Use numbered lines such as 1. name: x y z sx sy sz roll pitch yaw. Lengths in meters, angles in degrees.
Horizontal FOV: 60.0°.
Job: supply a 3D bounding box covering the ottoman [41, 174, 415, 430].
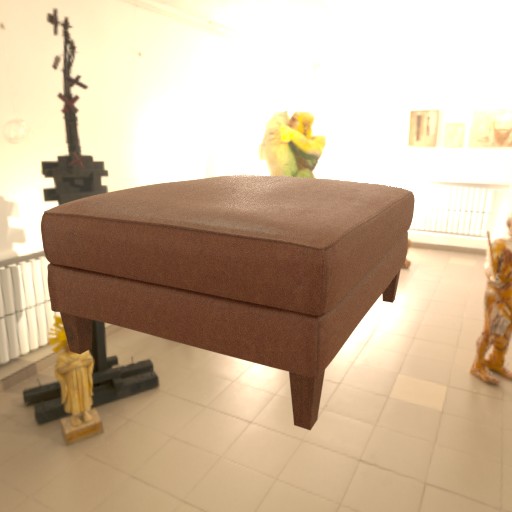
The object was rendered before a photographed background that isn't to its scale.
1. ottoman: 0.000 0.000 1.453 0.836 0.472 0.987 8 18 27
